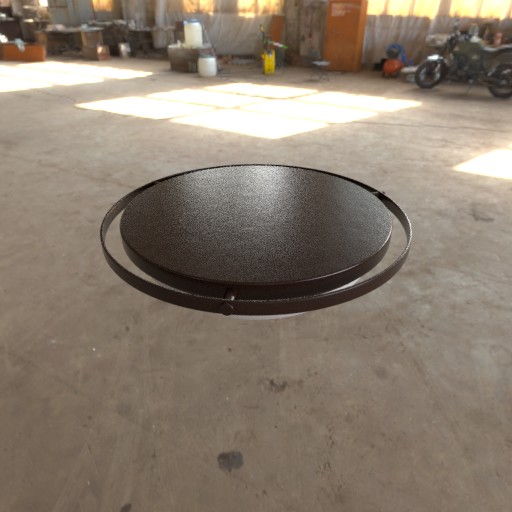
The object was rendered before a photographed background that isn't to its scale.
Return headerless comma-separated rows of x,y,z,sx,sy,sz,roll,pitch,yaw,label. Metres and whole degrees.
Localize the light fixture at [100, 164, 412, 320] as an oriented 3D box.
0.000,0.000,0.565,0.361,0.130,0.361,0,31,0,light fixture
